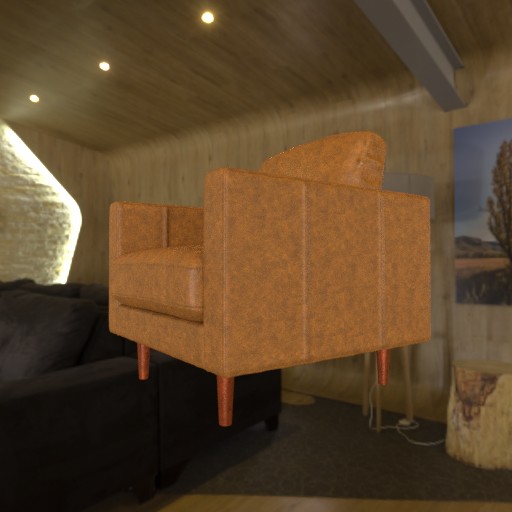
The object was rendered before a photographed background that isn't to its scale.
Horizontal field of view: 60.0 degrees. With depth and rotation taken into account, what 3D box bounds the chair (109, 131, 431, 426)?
[{"bbox_3d":[0.000,0.000,1.682,0.909,0.956,0.890,0,-1,-36],"label":"chair"}]
